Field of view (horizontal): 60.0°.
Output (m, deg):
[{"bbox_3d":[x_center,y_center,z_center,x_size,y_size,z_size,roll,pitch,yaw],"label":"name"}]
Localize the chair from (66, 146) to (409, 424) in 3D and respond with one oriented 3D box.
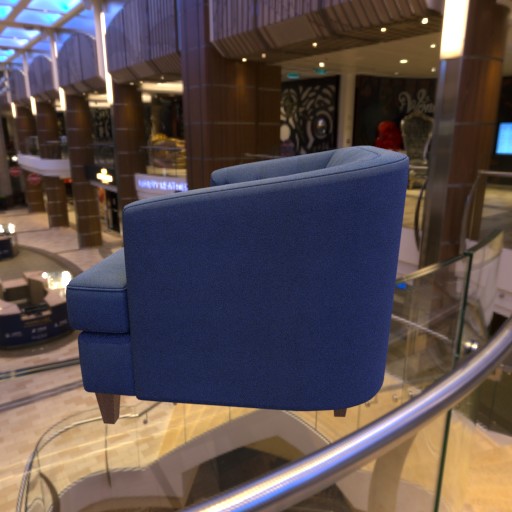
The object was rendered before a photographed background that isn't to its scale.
[{"bbox_3d":[0.000,0.000,1.662,0.914,0.787,1.118,2,16,7],"label":"chair"}]
